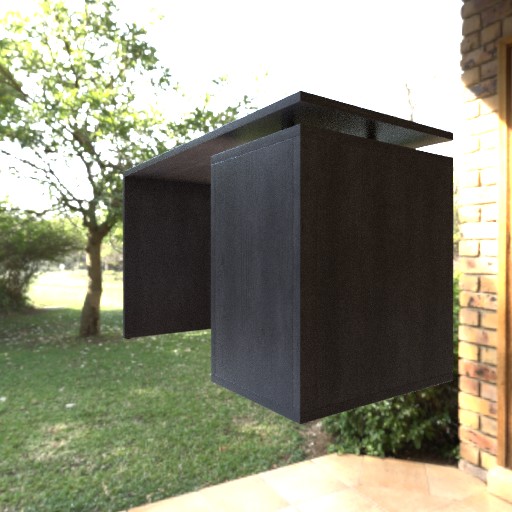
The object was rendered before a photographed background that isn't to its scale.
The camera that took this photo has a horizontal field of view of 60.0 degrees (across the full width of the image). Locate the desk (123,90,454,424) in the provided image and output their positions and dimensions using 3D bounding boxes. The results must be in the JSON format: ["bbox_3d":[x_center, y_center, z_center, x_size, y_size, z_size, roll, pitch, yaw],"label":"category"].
[{"bbox_3d":[0.000,0.000,1.643,0.600,0.740,1.200,0,0,-35],"label":"desk"}]
